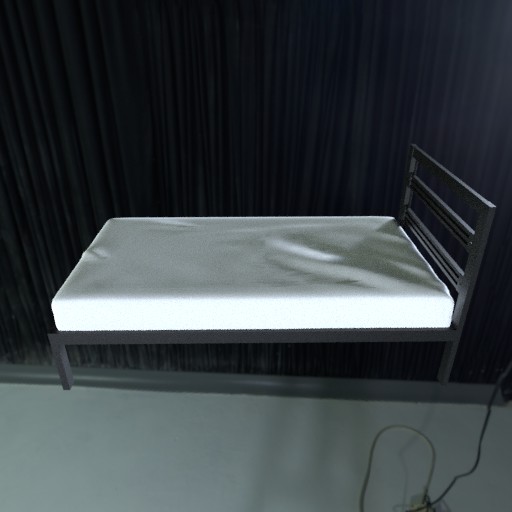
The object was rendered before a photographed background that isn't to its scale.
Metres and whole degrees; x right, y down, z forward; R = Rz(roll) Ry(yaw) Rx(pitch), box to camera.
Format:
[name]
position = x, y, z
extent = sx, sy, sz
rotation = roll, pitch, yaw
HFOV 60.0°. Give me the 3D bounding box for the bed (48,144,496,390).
[bed]
position = 0.000, 0.000, 2.422
extent = 1.930, 0.967, 0.991
rotation = 0, 28, -1
